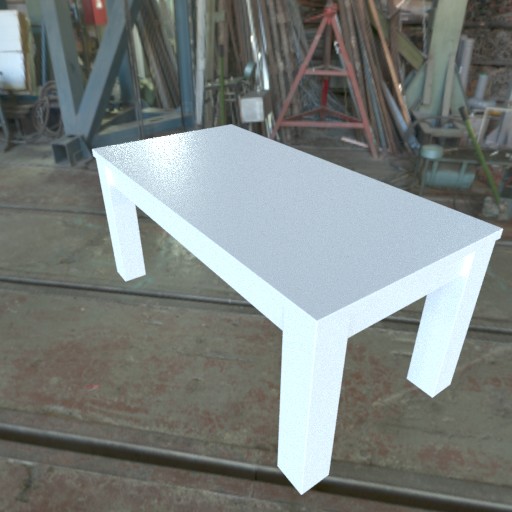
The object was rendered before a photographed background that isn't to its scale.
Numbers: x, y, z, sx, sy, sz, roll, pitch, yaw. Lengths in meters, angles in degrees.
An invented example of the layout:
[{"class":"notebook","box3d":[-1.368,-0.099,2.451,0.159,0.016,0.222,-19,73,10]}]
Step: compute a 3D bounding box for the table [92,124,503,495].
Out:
[{"class":"table","box3d":[0.000,0.000,2.199,0.900,0.790,1.800,-20,36,-30]}]
